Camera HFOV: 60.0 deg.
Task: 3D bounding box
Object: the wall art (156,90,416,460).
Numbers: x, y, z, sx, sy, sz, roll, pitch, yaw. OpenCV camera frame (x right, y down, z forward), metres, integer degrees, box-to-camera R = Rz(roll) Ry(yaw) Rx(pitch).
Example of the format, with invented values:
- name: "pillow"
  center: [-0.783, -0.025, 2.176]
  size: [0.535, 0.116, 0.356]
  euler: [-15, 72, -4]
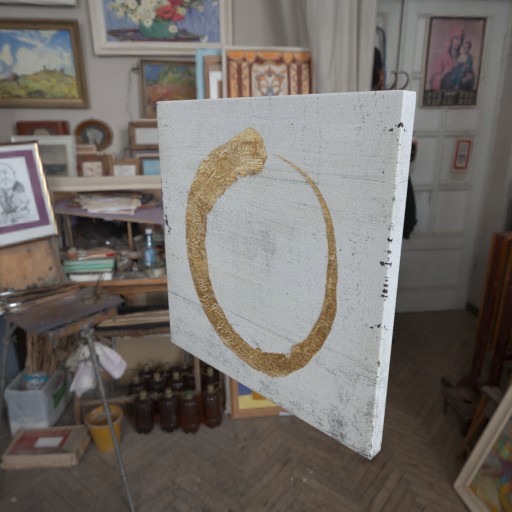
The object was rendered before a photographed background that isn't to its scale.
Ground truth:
- name: "wall art"
  center: [0.000, 0.000, 0.906]
  size: [0.040, 0.611, 0.610]
  euler: [-16, 24, -42]
